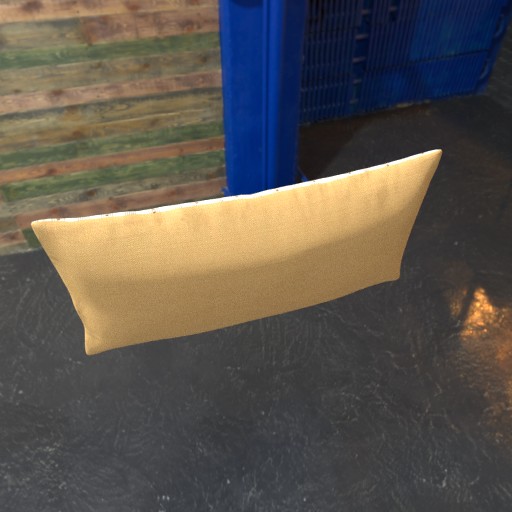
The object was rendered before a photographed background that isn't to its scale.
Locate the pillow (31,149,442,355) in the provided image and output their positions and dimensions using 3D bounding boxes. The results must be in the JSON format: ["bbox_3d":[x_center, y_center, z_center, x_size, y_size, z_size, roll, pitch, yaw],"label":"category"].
[{"bbox_3d":[0.000,0.000,0.728,0.608,0.291,0.151,-12,44,-13],"label":"pillow"}]
